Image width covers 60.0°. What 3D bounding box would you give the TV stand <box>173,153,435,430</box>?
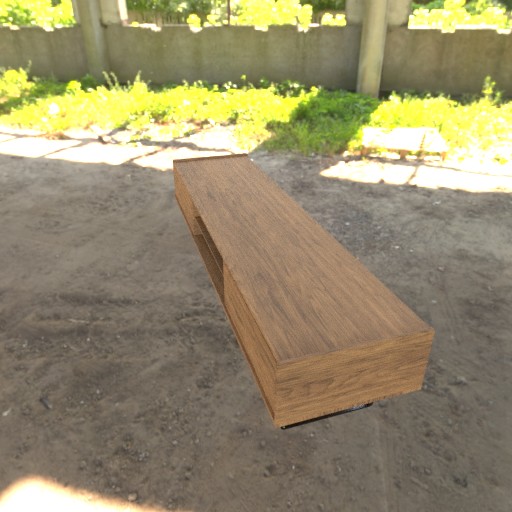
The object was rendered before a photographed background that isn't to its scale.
[{"bbox_3d":[0.000,0.000,1.990,0.467,0.415,1.796,-9,30,-16],"label":"TV stand"}]
